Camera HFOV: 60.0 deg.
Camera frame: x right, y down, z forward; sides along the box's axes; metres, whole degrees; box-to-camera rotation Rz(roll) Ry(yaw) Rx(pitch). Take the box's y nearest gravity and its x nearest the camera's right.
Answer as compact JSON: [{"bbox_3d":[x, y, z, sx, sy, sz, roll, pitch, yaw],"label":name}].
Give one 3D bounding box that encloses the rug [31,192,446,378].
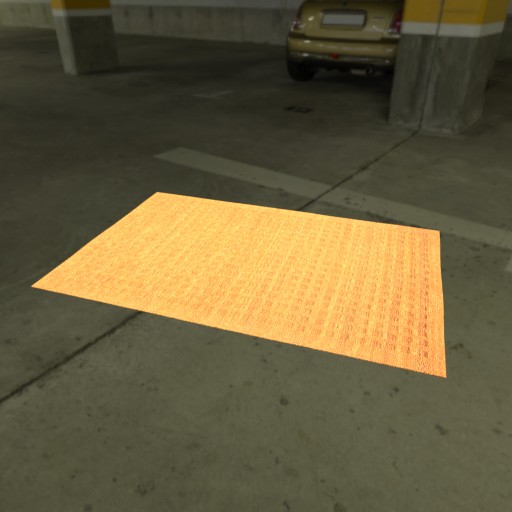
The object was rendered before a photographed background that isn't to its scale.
[{"bbox_3d":[0.000,0.000,2.209,1.747,0.006,1.143,10,32,16],"label":"rug"}]
